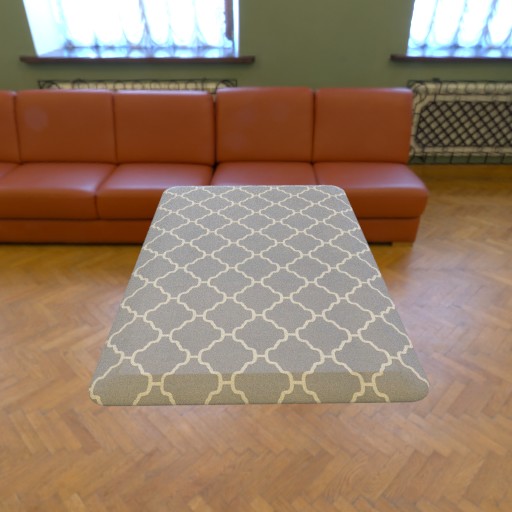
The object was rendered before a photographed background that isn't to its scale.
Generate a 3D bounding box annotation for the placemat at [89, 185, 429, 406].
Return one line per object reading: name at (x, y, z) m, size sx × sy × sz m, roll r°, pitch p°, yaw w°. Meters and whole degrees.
placemat at (0.000, 0.000, 0.950) m, size 0.508 × 0.021 × 0.762 m, roll 0°, pitch 33°, yaw -1°
